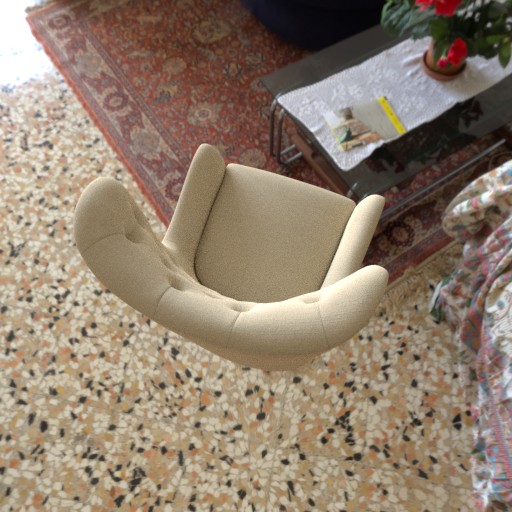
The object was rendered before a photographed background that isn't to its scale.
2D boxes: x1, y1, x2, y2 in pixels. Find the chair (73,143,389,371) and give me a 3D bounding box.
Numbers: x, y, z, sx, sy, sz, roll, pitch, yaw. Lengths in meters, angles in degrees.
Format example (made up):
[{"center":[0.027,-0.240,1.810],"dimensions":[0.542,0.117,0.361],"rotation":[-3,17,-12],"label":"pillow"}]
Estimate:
[{"center":[0.000,0.000,1.682],"dimensions":[0.831,1.079,0.929],"rotation":[19,66,9],"label":"chair"}]
